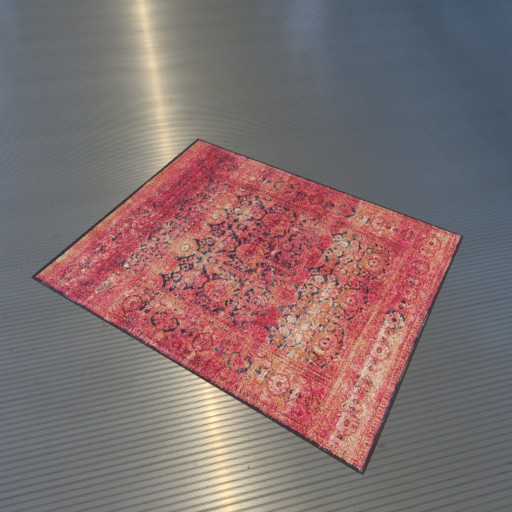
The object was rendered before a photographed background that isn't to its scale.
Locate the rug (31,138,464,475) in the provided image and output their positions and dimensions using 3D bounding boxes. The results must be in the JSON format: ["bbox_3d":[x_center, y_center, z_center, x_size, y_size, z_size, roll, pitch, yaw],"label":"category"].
[{"bbox_3d":[0.000,0.000,3.936,3.032,0.020,2.411,24,53,20],"label":"rug"}]
